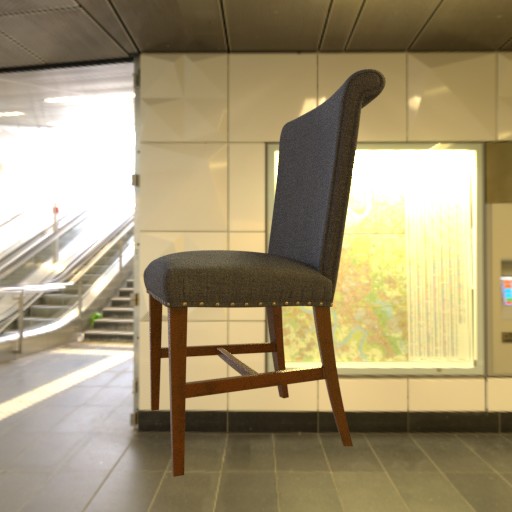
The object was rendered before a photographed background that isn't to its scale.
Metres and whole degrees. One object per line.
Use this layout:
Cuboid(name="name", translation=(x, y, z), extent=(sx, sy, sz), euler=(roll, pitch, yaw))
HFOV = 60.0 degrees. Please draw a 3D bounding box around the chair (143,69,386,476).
Cuboid(name="chair", translation=(0.000, 0.000, 1.313), extent=(0.608, 0.988, 0.513), euler=(0, -1, -19))
